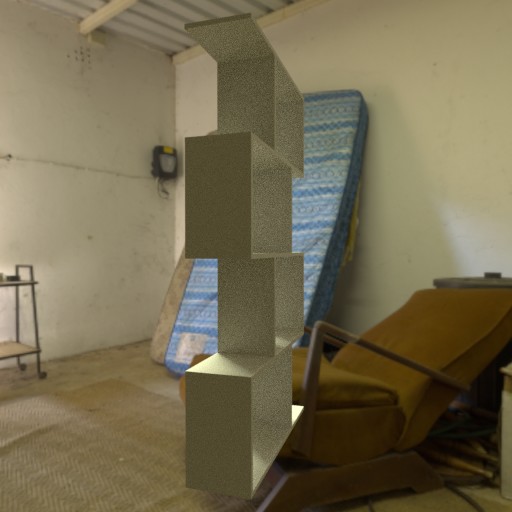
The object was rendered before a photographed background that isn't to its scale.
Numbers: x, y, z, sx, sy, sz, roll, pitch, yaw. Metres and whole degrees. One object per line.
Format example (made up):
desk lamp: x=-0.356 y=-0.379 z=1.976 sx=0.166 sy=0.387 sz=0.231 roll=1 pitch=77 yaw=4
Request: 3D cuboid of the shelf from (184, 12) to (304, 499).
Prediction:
shelf: x=0.000 y=0.000 z=1.964 sx=0.250 sy=1.650 sz=0.890 roll=0 pitch=1 yaw=18
